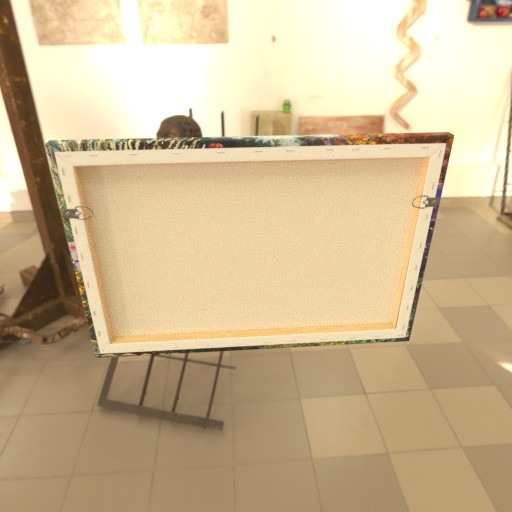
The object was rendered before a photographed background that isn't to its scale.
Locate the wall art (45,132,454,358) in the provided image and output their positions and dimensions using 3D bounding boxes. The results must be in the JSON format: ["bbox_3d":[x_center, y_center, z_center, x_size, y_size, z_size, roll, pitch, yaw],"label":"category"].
[{"bbox_3d":[0.000,0.000,1.427,1.136,0.760,0.042,-2,30,-4],"label":"wall art"}]
